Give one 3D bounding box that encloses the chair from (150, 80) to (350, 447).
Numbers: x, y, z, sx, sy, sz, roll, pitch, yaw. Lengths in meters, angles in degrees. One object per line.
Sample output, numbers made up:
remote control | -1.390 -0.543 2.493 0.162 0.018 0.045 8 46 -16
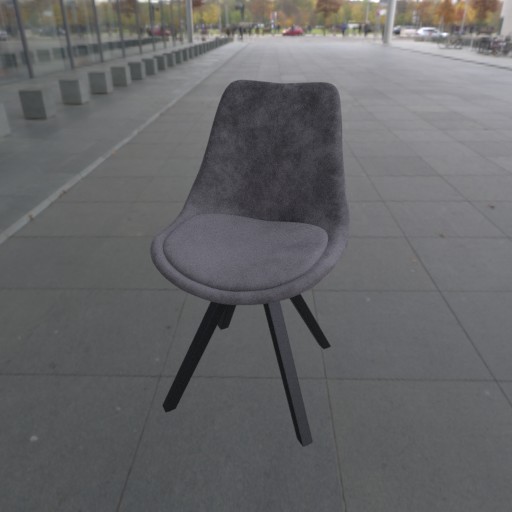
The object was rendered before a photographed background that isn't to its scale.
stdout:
chair | 0.000 0.000 1.218 0.485 0.850 0.550 8 28 15
